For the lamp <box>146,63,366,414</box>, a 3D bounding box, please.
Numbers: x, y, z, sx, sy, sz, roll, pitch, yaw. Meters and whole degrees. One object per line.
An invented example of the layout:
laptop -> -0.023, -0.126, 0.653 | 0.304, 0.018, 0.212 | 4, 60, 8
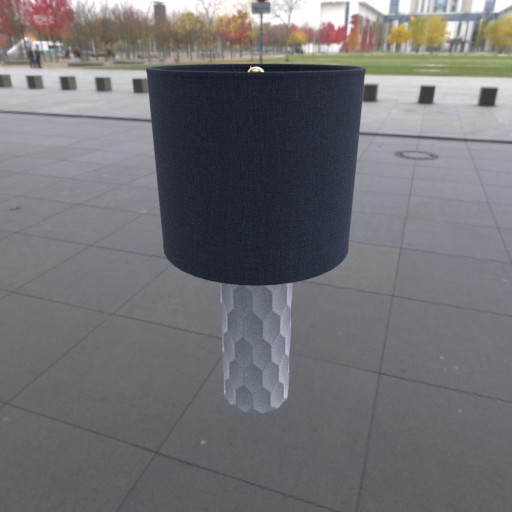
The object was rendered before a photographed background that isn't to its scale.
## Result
lamp -> 0.000, 0.000, 0.683 | 0.277, 0.537, 0.277 | 17, 30, 31
